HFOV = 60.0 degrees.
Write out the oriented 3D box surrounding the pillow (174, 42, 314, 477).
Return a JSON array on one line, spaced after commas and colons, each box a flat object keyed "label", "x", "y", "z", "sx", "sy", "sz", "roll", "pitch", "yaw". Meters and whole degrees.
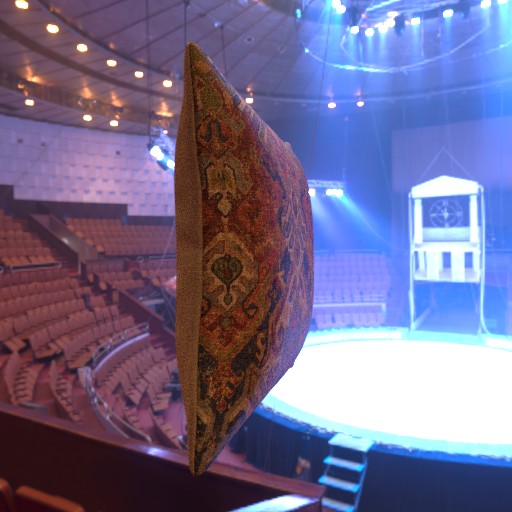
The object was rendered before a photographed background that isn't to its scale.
[{"label": "pillow", "x": 0.000, "y": 0.000, "z": 0.756, "sx": 0.166, "sy": 0.506, "sz": 0.523, "roll": 0, "pitch": 1, "yaw": 17}]
